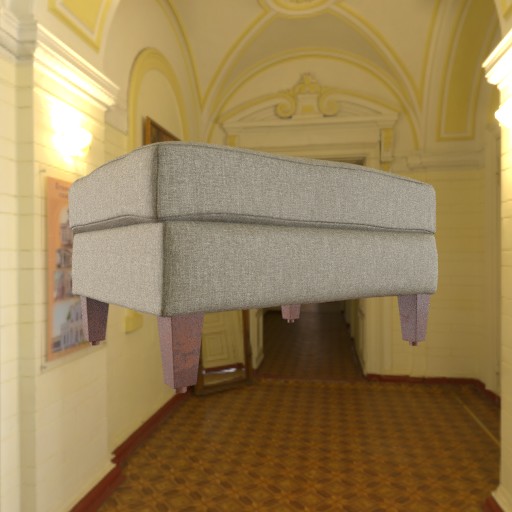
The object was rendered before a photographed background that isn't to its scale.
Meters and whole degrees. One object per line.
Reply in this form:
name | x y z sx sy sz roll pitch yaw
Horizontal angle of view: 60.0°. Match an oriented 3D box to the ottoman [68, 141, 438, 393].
ottoman | 0.000 0.000 1.237 0.873 0.494 0.639 0 0 -36
